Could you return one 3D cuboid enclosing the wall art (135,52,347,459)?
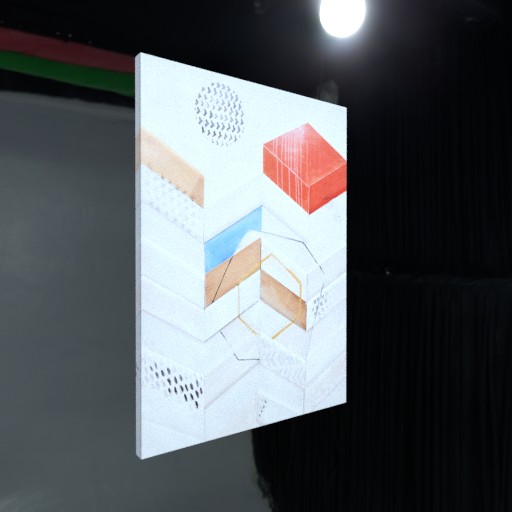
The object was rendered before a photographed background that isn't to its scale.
[{"bbox_3d":[0.000,0.000,1.112,0.613,0.848,0.036,0,1,-35],"label":"wall art"}]
